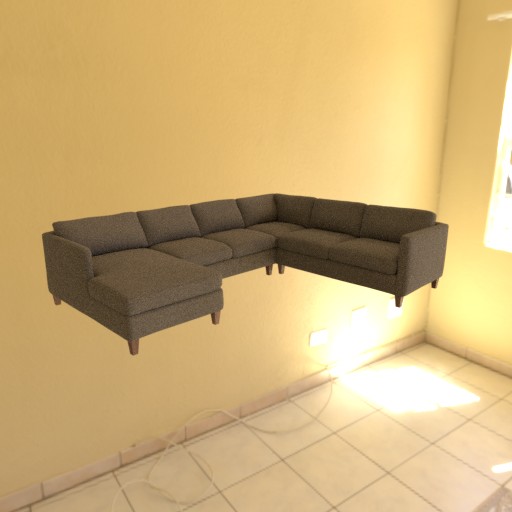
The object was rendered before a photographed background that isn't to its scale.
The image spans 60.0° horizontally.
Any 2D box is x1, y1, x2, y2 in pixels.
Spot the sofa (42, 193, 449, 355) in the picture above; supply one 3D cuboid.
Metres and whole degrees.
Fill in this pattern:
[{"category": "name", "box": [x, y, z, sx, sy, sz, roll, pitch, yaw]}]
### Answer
[{"category": "sofa", "box": [0.000, 0.000, 4.451, 3.238, 0.853, 2.551, -14, 21, -43]}]
